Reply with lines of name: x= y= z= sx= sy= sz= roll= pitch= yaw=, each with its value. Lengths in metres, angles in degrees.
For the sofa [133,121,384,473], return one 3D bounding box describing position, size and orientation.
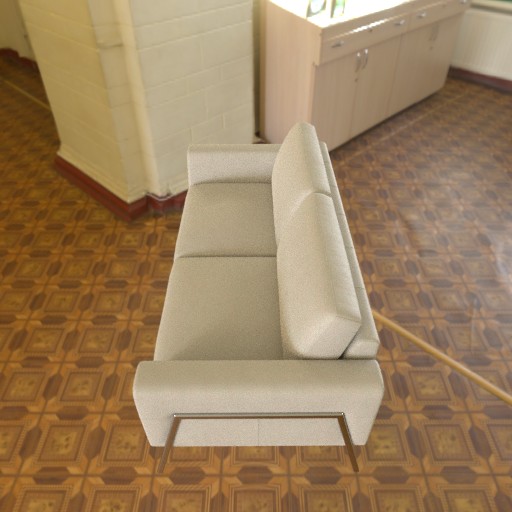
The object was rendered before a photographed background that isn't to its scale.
sofa: x=0.000 y=0.000 z=2.503 sx=0.953 sy=0.875 sz=2.017 roll=0 pitch=41 yaw=0
